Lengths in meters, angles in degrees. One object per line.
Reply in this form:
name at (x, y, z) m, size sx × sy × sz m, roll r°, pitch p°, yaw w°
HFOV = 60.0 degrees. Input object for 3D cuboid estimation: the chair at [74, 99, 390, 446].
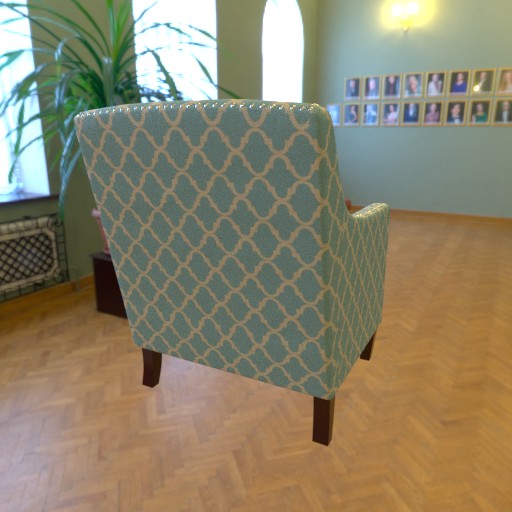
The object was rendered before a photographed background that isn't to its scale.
chair at (0.000, 0.000, 1.289) m, size 0.617 × 0.817 × 0.686 m, roll 8°, pitch 17°, yaw 27°
